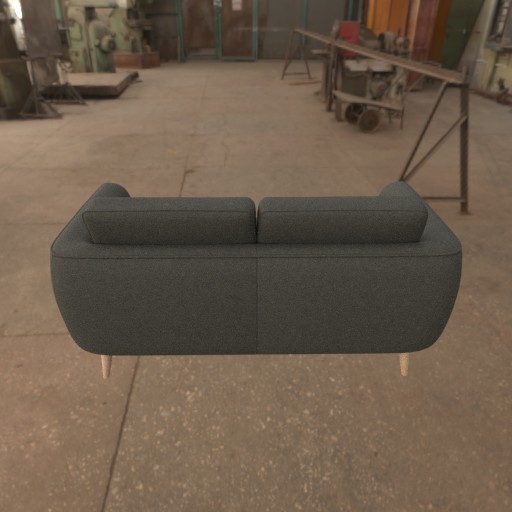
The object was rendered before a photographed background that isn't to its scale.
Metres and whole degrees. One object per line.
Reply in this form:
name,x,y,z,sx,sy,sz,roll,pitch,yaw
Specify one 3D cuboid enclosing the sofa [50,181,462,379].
sofa,0.000,0.000,2.180,1.700,0.850,0.920,0,30,-1
